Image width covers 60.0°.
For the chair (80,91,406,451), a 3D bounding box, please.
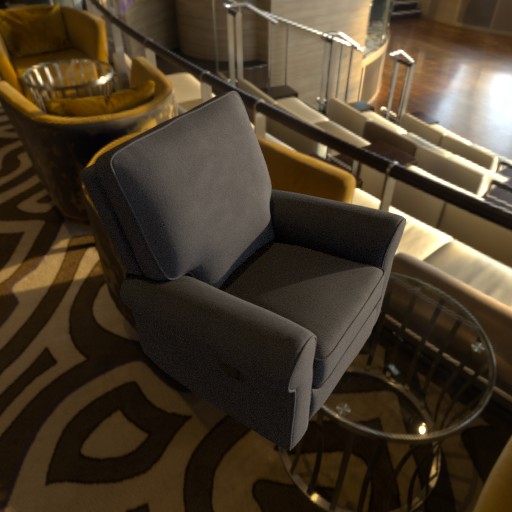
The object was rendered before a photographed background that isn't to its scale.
[{"bbox_3d":[0.000,0.000,1.674,0.878,0.961,0.890,24,46,26],"label":"chair"}]
